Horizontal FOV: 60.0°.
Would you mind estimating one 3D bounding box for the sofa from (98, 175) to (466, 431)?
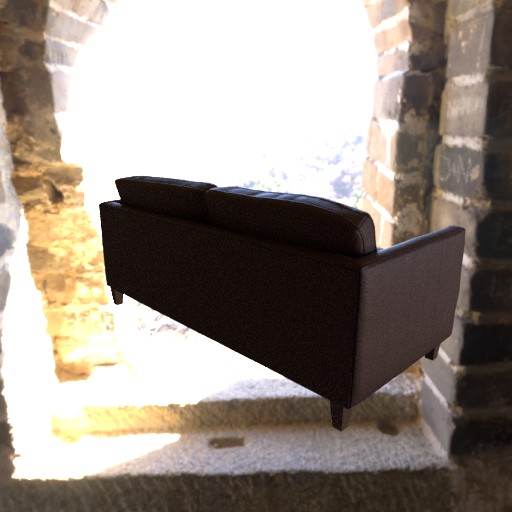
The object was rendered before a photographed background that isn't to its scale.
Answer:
[{"bbox_3d":[0.000,0.000,2.513,0.923,0.863,1.971,-15,21,-42],"label":"sofa"}]
